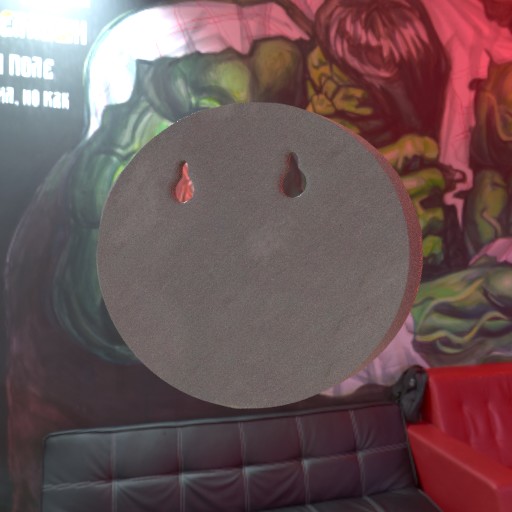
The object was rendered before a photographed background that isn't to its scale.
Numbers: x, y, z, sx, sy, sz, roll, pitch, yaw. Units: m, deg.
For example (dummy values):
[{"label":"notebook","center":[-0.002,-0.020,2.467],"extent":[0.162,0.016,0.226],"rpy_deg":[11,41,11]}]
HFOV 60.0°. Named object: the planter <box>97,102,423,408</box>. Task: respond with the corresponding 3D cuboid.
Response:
[{"label":"planter","center":[0.000,0.000,0.271],"extent":[0.190,0.164,0.073],"rpy_deg":[0,-1,18]}]
